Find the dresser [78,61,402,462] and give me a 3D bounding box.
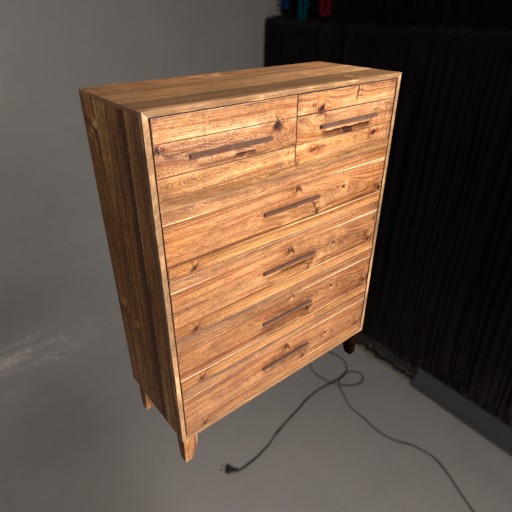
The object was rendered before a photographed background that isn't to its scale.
[{"bbox_3d":[0.000,0.000,1.862,1.062,1.393,0.442,-22,37,-33],"label":"dresser"}]
